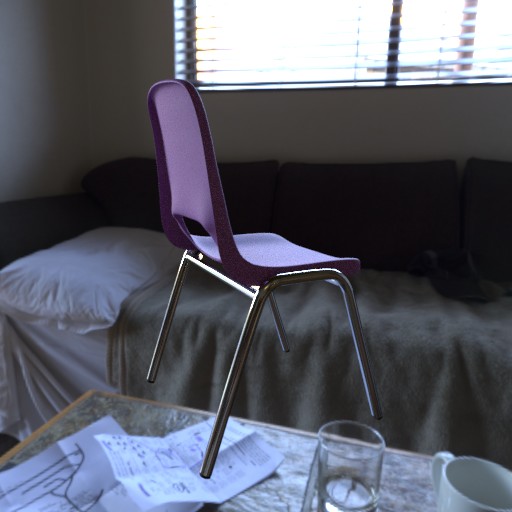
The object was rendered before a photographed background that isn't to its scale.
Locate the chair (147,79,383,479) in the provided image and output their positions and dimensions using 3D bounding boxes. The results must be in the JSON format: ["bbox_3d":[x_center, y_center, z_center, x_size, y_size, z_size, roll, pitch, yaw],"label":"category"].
[{"bbox_3d":[0.000,0.000,0.695,0.301,0.493,0.291,-6,14,-27],"label":"chair"}]
